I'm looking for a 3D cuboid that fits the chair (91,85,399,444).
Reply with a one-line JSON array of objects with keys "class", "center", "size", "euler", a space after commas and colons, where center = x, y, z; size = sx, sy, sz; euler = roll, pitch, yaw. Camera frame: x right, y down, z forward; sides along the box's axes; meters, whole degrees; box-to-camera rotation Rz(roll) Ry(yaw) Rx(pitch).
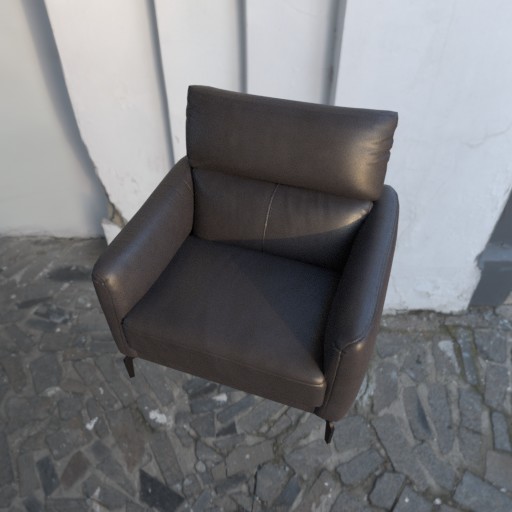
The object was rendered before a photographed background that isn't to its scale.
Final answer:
[{"class": "chair", "center": [0.000, 0.000, 1.668], "size": [0.976, 0.949, 0.809], "euler": [13, 43, 14]}]
